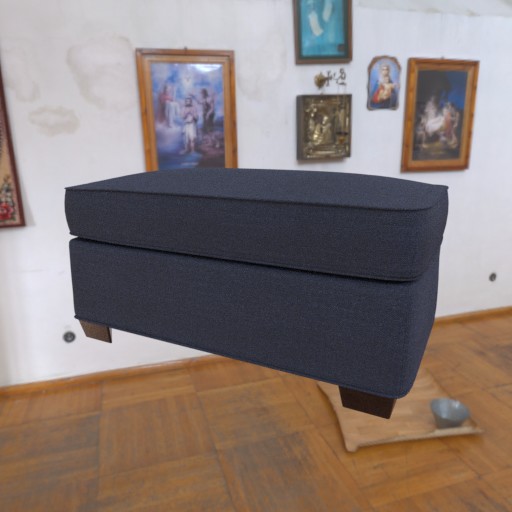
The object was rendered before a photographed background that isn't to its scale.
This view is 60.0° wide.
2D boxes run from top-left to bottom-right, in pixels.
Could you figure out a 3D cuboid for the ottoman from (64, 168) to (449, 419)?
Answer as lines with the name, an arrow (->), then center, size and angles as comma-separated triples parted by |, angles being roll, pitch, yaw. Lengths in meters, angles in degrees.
ottoman -> 0.000, 0.000, 1.178 | 0.895, 0.453, 0.505 | 7, 16, 26
